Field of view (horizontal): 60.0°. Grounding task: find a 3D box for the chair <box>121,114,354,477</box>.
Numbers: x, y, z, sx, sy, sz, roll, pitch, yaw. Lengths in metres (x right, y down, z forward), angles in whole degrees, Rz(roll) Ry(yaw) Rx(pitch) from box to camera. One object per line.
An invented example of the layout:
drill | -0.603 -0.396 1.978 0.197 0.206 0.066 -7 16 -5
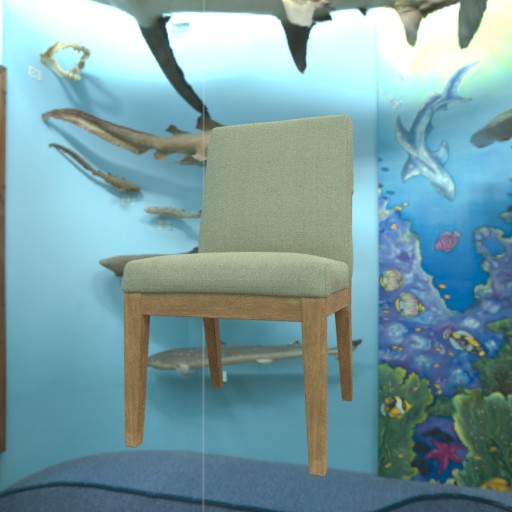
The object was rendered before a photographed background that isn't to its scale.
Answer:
chair | 0.000 0.000 1.246 0.507 0.911 0.586 0 -1 18
